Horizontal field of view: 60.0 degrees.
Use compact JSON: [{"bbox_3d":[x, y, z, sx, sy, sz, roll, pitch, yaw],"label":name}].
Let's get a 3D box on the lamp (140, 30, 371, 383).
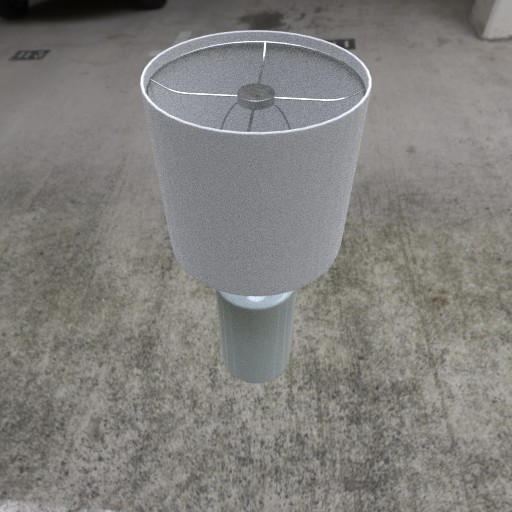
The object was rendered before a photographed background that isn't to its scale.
[{"bbox_3d":[0.000,0.000,0.590,0.212,0.493,0.212,4,47,4],"label":"lamp"}]
